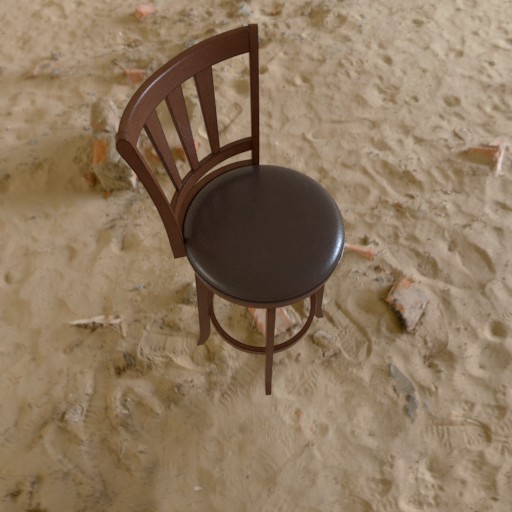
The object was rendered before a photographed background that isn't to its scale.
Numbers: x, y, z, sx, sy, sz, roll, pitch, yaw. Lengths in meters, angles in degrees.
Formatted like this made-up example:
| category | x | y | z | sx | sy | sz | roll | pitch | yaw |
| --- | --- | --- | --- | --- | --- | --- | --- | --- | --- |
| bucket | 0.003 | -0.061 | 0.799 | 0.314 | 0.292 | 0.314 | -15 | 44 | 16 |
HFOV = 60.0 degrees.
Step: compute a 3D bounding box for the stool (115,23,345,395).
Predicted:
| category | x | y | z | sx | sy | sz | roll | pitch | yaw |
| --- | --- | --- | --- | --- | --- | --- | --- | --- | --- |
| stool | 0.000 | 0.000 | 1.384 | 0.503 | 1.177 | 0.464 | 32 | 65 | 17 |
